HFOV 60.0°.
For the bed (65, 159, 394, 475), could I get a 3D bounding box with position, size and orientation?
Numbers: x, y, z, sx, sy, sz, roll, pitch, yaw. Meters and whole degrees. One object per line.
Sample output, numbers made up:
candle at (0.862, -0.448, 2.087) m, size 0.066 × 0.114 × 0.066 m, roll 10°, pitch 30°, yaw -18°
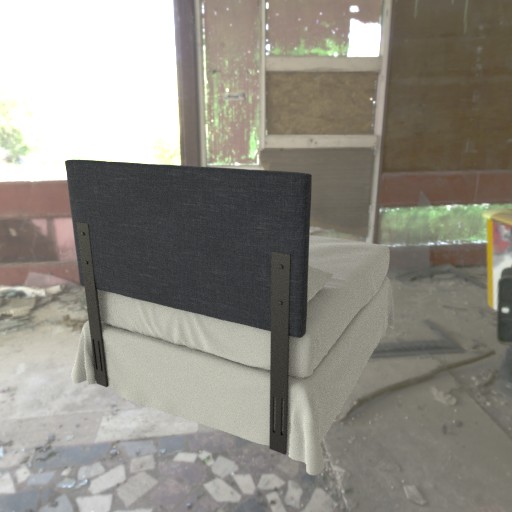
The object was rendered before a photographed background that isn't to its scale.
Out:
bed at (0.000, 0.000, 3.473) m, size 1.936 × 1.577 × 2.222 m, roll 9°, pitch 19°, yaw 27°
